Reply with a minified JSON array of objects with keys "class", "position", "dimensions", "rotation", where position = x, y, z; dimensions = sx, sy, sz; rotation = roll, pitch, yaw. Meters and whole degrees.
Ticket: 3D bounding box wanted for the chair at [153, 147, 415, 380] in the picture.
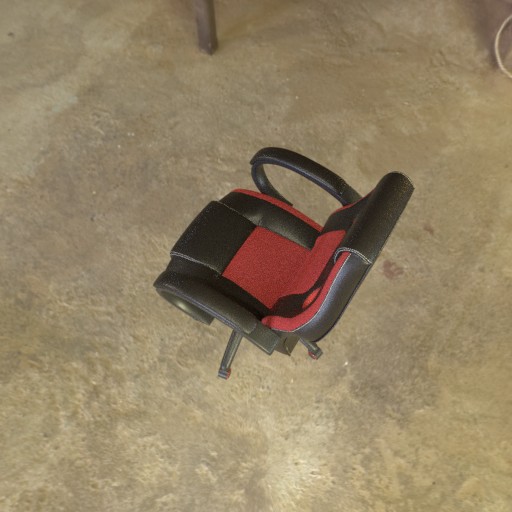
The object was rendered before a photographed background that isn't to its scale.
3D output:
[{"class":"chair","position":[0.000,0.000,1.664],"dimensions":[0.783,1.189,0.750],"rotation":[29,67,14]}]
